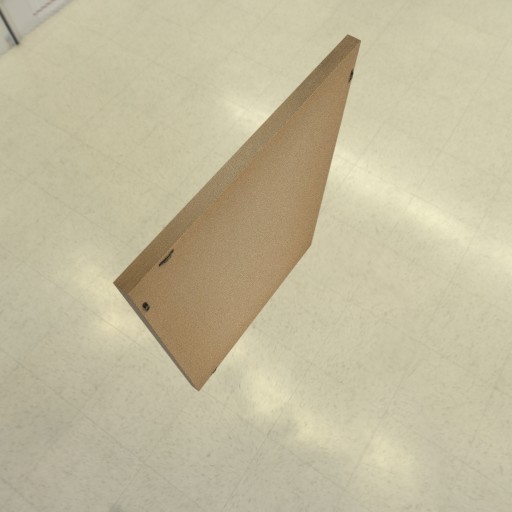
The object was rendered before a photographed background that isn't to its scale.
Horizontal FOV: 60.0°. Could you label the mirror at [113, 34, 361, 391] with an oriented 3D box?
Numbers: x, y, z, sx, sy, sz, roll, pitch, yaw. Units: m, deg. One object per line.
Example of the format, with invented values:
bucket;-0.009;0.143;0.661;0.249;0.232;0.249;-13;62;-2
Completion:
mirror;0.000;0.000;1.333;0.041;1.016;0.762;34;69;15
